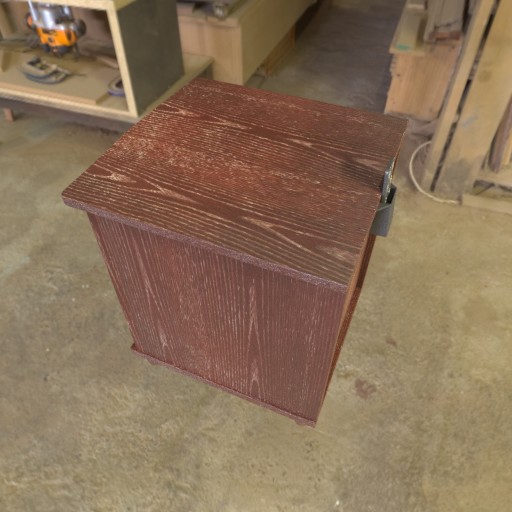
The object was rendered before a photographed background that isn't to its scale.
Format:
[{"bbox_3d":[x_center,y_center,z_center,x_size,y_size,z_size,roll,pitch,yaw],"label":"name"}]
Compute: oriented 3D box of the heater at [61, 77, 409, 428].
[{"bbox_3d":[0.000,0.000,0.765,0.400,0.481,0.362,17,49,16],"label":"heater"}]
